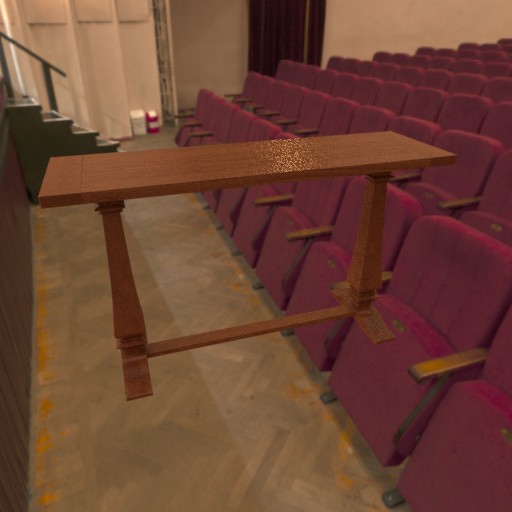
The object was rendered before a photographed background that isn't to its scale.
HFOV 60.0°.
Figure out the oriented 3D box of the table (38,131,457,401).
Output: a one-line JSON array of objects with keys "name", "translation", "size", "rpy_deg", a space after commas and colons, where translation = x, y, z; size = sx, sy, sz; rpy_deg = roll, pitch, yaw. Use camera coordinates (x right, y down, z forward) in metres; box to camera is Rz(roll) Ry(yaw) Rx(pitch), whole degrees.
[{"name": "table", "translation": [0.000, 0.000, 1.877], "size": [1.478, 0.852, 0.461], "rpy_deg": [-9, 29, -16]}]
